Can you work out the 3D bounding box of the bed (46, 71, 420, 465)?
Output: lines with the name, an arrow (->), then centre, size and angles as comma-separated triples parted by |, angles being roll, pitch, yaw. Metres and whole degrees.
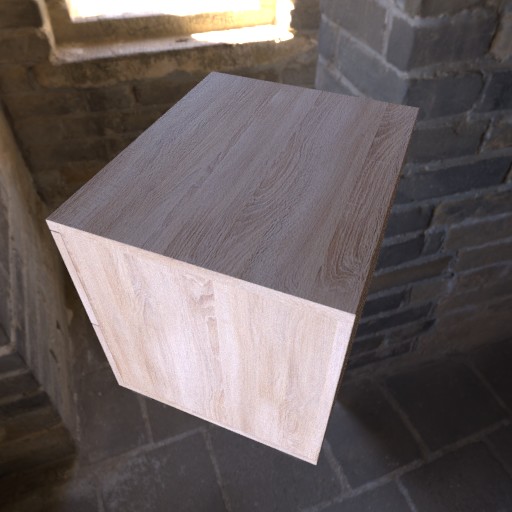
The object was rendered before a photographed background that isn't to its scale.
bed -> 0.000, 0.000, 0.788 | 0.401, 0.420, 0.460 | 16, 48, 15
